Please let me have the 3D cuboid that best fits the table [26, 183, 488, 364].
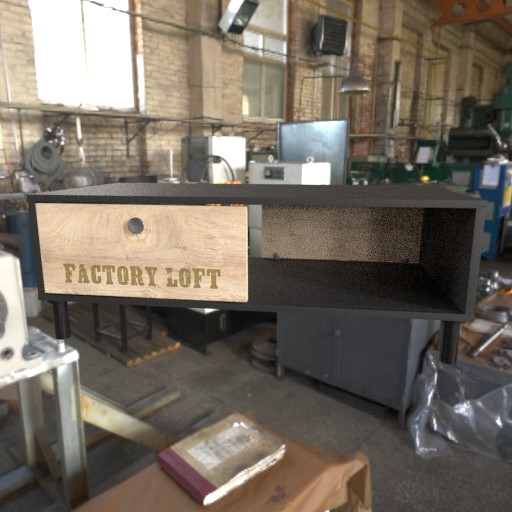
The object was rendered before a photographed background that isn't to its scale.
[{"bbox_3d":[0.000,0.000,1.343,1.100,0.400,0.550,2,13,8],"label":"table"}]
